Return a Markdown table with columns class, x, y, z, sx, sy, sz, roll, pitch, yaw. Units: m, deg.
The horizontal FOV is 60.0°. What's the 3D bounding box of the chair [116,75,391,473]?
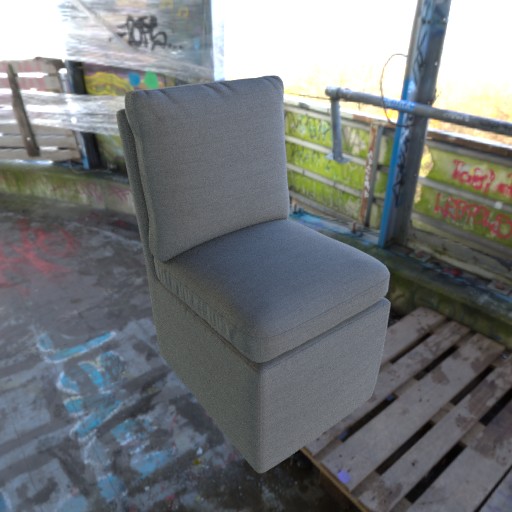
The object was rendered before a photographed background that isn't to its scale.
| class | x | y | z | sx | sy | sz | roll | pitch | yaw |
| --- | --- | --- | --- | --- | --- | --- | --- | --- | --- |
| chair | 0.000 | 0.000 | 1.320 | 0.503 | 0.927 | 0.698 | -21 | 36 | -31 |
